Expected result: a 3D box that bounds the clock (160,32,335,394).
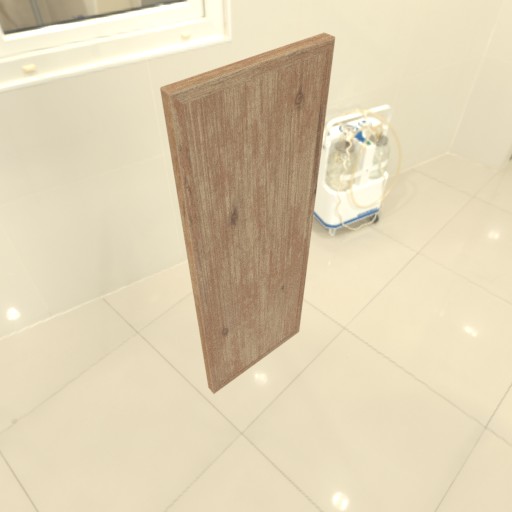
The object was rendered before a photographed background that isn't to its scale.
[{"bbox_3d":[0.000,0.000,1.103,0.361,0.965,0.030,-31,53,-26],"label":"clock"}]
